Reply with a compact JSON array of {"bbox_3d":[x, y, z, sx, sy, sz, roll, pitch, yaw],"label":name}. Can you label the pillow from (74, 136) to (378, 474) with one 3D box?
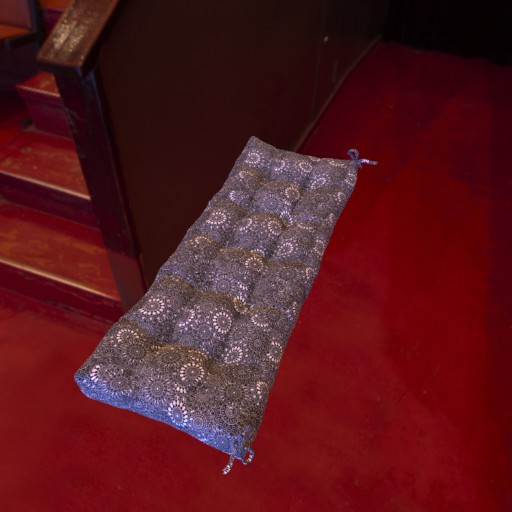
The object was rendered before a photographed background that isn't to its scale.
[{"bbox_3d":[0.000,0.000,1.348,0.511,0.174,1.194,16,49,15],"label":"pillow"}]
